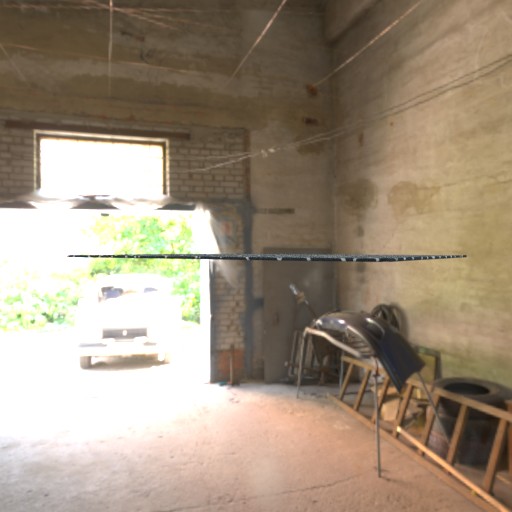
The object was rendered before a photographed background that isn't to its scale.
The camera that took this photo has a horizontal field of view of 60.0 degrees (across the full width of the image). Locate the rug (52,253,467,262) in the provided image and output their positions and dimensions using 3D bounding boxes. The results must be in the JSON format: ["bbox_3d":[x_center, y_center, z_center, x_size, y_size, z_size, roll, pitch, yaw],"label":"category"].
[{"bbox_3d":[0.000,0.000,2.336,1.830,0.013,1.223,0,1,36],"label":"rug"}]
